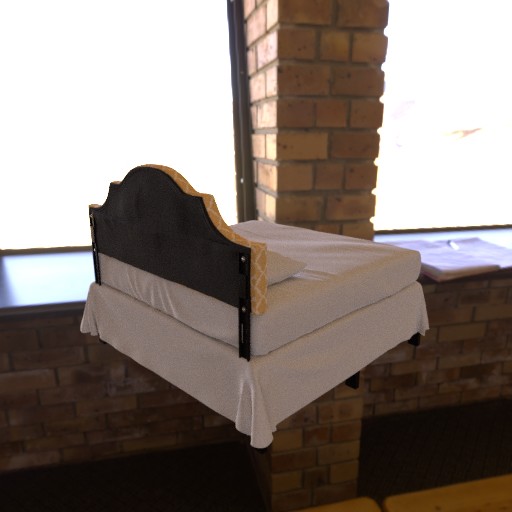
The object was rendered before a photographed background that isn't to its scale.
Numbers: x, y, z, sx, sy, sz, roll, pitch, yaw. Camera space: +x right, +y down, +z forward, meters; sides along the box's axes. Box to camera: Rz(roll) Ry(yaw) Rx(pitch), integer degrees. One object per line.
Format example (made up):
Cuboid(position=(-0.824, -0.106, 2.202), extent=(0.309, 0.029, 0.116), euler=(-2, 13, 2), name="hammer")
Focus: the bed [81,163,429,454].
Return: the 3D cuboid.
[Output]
Cuboid(position=(0.000, 0.000, 3.719), extent=(2.222, 1.601, 2.314), euler=(-15, 21, -43), name="bed")
